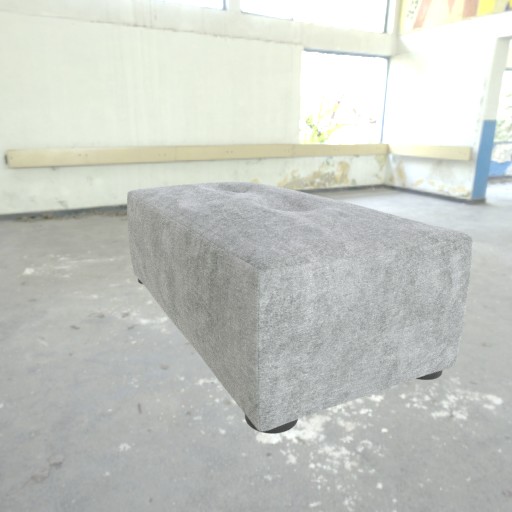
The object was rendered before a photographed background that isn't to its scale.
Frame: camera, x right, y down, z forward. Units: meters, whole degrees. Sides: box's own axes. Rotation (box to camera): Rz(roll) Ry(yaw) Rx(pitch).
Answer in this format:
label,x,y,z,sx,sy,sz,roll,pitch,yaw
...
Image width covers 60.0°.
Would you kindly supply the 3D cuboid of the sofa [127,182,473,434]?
label,x,y,z,sx,sy,sz,roll,pitch,yaw
sofa,0.000,0.000,1.157,0.480,0.330,0.930,-8,18,-26
